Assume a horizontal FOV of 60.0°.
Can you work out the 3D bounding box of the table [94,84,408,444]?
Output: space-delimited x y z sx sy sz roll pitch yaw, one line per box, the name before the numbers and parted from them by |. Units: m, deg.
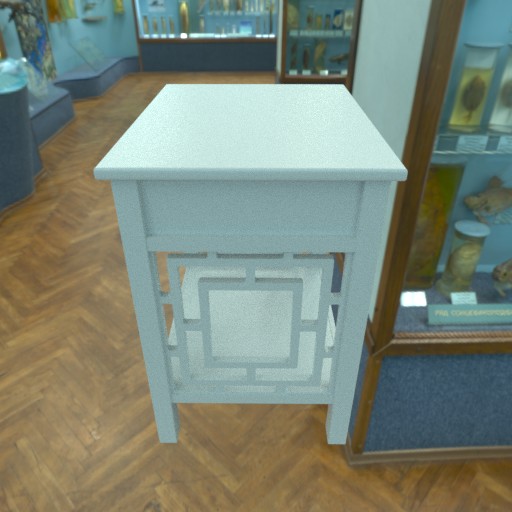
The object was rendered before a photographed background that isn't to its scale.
table | 0.000 0.000 1.028 0.451 0.646 0.564 0 32 0
